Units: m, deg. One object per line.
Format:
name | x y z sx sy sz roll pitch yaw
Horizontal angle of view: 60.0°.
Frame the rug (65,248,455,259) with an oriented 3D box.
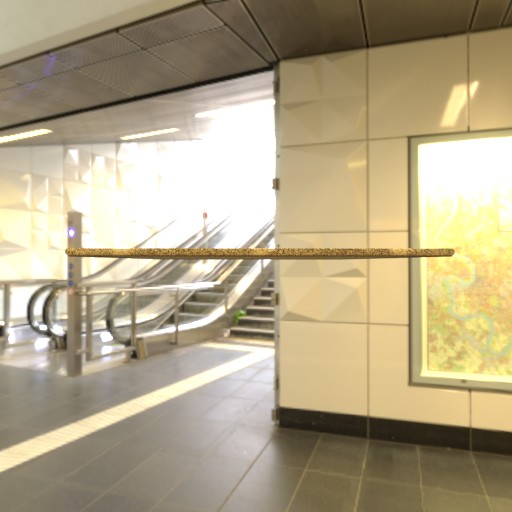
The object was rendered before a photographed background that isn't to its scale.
rug | 0.000 0.000 2.144 1.200 0.025 1.600 0 -1 -1
